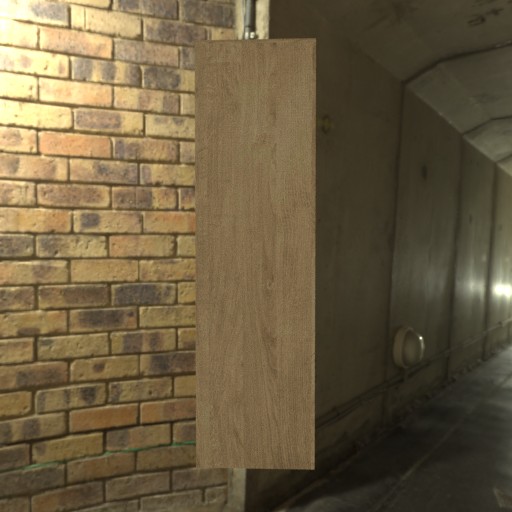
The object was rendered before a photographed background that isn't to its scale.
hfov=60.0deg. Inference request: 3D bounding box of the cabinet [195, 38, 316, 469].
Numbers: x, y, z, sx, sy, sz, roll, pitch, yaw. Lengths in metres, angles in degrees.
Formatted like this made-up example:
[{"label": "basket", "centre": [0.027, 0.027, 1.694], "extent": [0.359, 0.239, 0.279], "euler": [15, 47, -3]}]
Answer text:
[{"label": "cabinet", "centre": [0.000, 0.000, 1.963], "extent": [0.500, 1.790, 0.230], "euler": [0, 2, 2]}]
